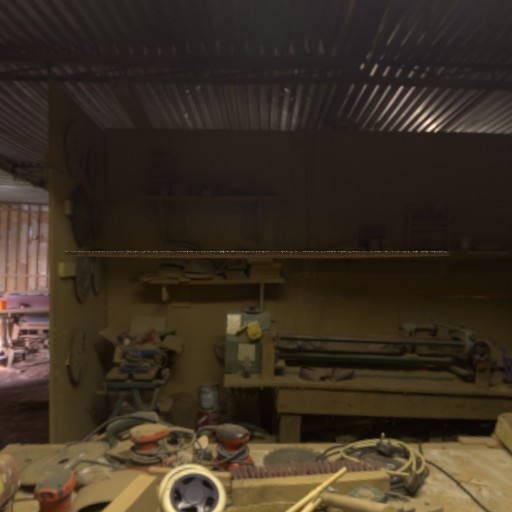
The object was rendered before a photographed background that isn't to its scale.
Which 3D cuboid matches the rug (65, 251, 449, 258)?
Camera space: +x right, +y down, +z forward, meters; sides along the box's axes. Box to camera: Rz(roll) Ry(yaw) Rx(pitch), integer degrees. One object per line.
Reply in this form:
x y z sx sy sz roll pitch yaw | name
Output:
0.000 0.000 2.905 1.532 0.018 2.297 0 0 0 | rug
